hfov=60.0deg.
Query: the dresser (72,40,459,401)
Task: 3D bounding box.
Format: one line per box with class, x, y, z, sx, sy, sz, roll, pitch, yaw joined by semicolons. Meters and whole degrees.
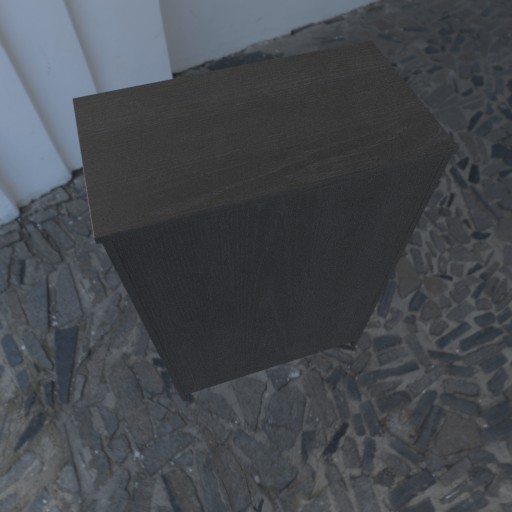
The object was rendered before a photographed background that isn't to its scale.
dresser;0.000;0.000;1.330;0.700;1.020;0.398;-15;58;-10
